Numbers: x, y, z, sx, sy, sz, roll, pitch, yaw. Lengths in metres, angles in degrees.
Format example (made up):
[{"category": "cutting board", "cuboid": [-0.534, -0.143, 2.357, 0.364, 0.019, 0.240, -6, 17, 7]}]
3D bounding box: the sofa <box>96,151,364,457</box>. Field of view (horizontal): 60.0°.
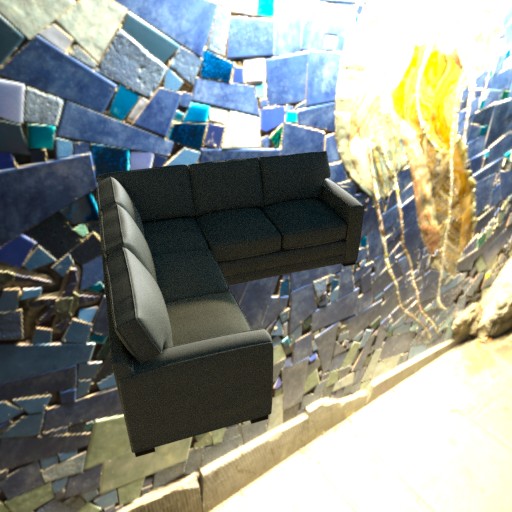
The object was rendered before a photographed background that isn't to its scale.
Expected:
[{"category": "sofa", "cuboid": [0.000, 0.000, 3.381, 2.211, 0.936, 2.188, -10, 32, -17]}]
